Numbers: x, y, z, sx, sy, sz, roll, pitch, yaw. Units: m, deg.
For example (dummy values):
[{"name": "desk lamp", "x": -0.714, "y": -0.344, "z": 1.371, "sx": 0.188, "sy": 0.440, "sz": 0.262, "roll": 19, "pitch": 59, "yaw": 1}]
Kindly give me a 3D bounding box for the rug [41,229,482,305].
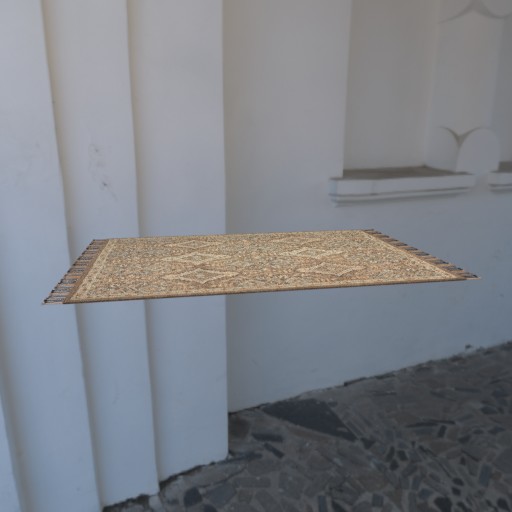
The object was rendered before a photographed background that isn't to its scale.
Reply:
[{"name": "rug", "x": 0.000, "y": 0.000, "z": 3.119, "sx": 2.434, "sy": 0.010, "sz": 1.516, "roll": -3, "pitch": 15, "yaw": -10}]
